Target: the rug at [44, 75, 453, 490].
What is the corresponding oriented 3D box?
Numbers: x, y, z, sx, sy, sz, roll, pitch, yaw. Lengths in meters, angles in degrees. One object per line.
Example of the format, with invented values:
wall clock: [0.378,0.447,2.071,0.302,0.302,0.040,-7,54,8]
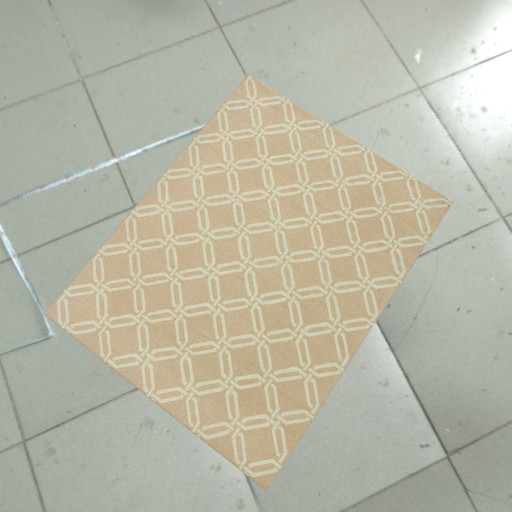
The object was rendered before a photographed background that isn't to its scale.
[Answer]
rug: [0.000,0.000,3.840,2.288,0.018,2.895,35,77,9]
